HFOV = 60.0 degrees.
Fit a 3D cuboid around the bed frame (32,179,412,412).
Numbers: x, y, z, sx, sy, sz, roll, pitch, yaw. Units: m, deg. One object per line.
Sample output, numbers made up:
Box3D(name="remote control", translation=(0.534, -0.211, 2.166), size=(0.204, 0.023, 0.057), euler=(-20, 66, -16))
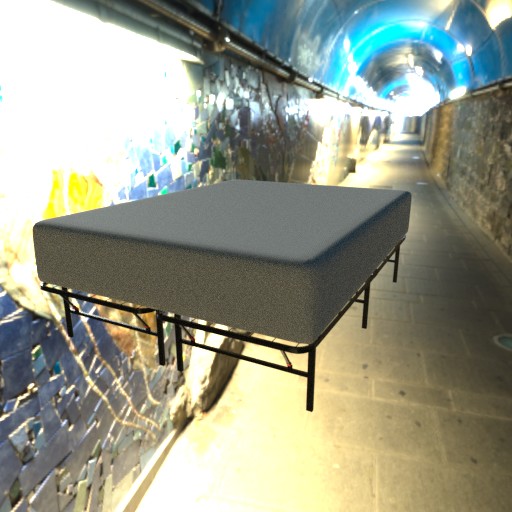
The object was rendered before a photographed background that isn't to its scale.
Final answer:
Box3D(name="bed frame", translation=(0.000, 0.000, 2.805), size=(1.528, 0.677, 2.037), euler=(9, 19, 27))
